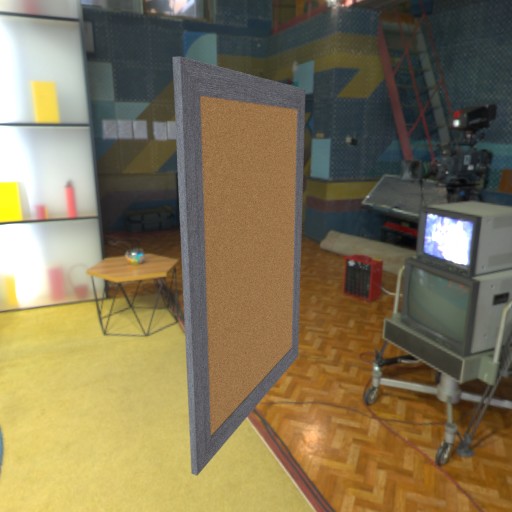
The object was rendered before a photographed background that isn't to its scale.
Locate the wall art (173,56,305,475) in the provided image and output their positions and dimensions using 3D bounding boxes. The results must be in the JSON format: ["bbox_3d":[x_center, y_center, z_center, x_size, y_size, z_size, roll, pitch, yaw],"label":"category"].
[{"bbox_3d":[0.000,0.000,1.421,0.020,1.070,0.768,7,17,25],"label":"wall art"}]
